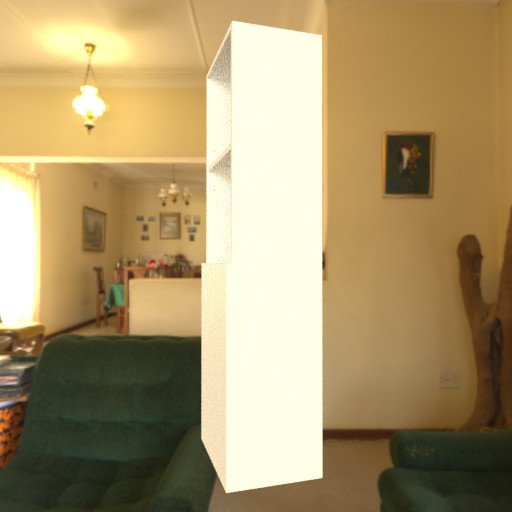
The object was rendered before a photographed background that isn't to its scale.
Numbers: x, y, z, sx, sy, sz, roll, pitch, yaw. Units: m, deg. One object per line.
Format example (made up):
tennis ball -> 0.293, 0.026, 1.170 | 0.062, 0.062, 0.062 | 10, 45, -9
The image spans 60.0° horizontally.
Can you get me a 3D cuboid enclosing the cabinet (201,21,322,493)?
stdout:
cabinet -> 0.000, 0.000, 1.499 | 0.300, 1.350, 0.400 | 0, -1, -17
